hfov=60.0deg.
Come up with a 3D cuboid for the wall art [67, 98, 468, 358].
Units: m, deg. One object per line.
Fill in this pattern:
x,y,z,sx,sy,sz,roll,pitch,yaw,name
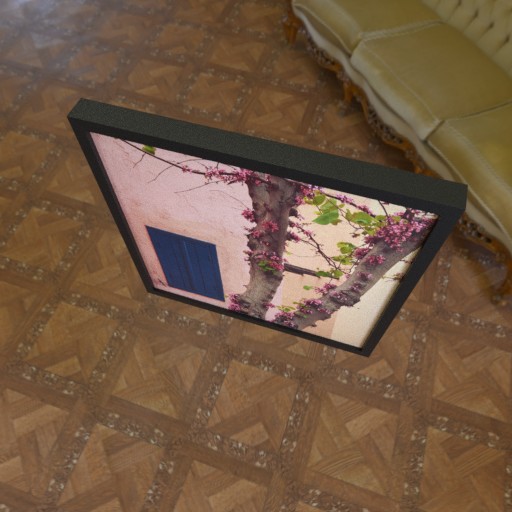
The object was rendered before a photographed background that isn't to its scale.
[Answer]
0.000,0.000,0.765,0.508,0.508,0.038,15,60,9,wall art
